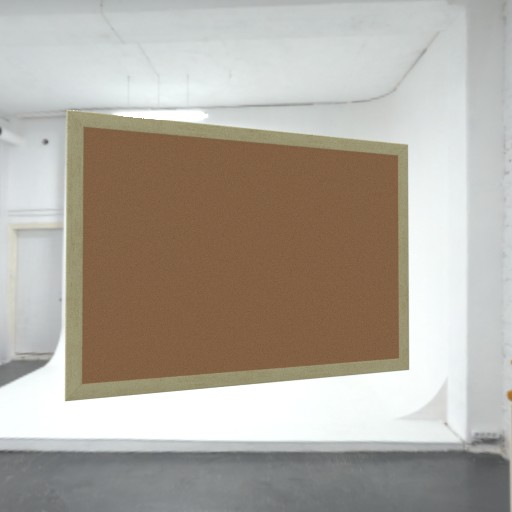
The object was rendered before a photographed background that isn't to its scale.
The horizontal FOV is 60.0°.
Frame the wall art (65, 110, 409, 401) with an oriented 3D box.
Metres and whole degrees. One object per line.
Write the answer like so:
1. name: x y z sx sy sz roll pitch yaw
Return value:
1. wall art: 0.000 0.000 0.677 0.533 0.381 0.032 0 -1 -19
